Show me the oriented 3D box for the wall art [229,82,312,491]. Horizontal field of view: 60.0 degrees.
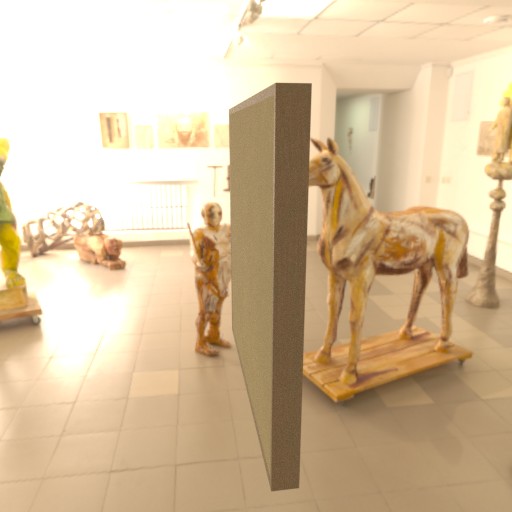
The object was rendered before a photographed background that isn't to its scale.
[{"bbox_3d":[0.000,0.000,0.764,0.038,0.506,0.508,-2,16,-8],"label":"wall art"}]
